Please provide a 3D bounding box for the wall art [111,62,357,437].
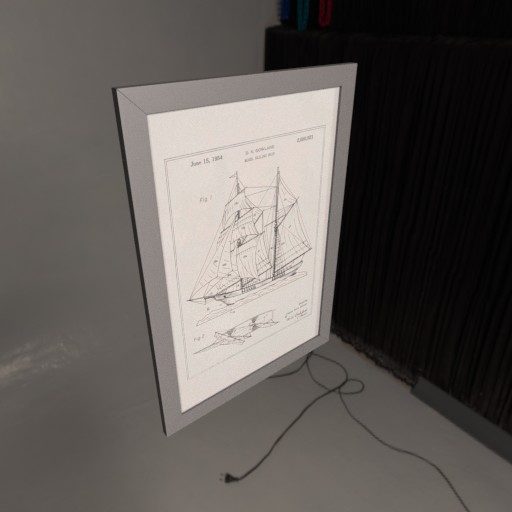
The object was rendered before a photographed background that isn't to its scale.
[{"bbox_3d":[0.000,0.000,0.694,0.380,0.534,0.013,-22,36,-33],"label":"wall art"}]
